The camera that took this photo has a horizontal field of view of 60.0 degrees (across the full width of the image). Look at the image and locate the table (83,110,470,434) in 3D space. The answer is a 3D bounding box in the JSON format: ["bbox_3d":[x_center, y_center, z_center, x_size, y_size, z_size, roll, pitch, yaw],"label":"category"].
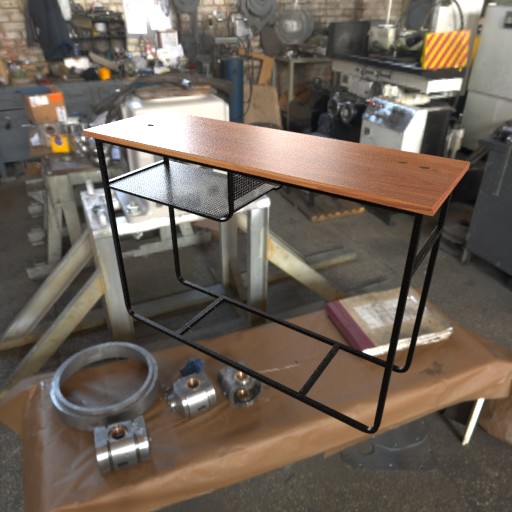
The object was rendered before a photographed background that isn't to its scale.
[{"bbox_3d":[0.000,0.000,1.474,1.100,0.750,0.350,19,35,29],"label":"table"}]
